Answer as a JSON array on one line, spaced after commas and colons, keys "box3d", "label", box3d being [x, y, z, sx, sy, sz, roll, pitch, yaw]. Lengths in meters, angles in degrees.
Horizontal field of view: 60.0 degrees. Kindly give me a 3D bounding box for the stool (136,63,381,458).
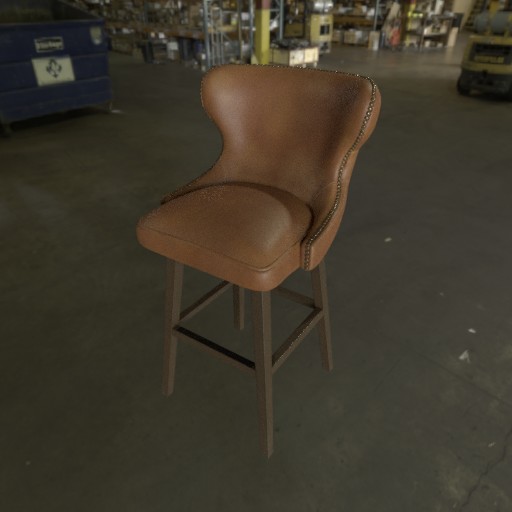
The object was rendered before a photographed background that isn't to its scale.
[{"box3d": [0.000, 0.000, 1.450, 0.591, 1.087, 0.606, 19, 36, 29], "label": "stool"}]
